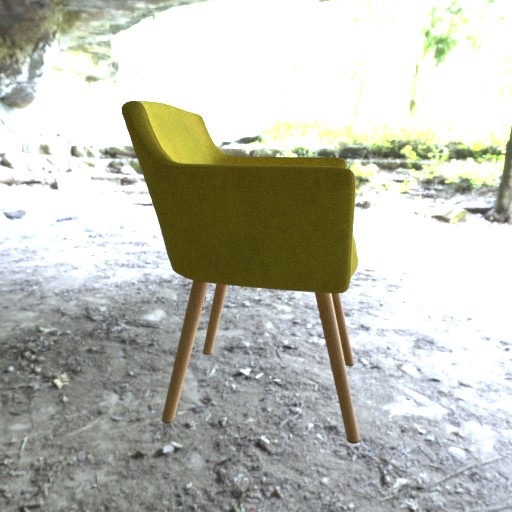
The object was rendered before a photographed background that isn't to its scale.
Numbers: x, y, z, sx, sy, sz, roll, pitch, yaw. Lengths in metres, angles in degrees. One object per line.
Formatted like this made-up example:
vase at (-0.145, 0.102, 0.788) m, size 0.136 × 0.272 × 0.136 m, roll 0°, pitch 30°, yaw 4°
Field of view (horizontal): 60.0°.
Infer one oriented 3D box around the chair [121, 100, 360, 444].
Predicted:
chair at (0.000, 0.000, 1.180) m, size 0.570 × 0.780 × 0.570 m, roll 2°, pitch 15°, yaw 9°
